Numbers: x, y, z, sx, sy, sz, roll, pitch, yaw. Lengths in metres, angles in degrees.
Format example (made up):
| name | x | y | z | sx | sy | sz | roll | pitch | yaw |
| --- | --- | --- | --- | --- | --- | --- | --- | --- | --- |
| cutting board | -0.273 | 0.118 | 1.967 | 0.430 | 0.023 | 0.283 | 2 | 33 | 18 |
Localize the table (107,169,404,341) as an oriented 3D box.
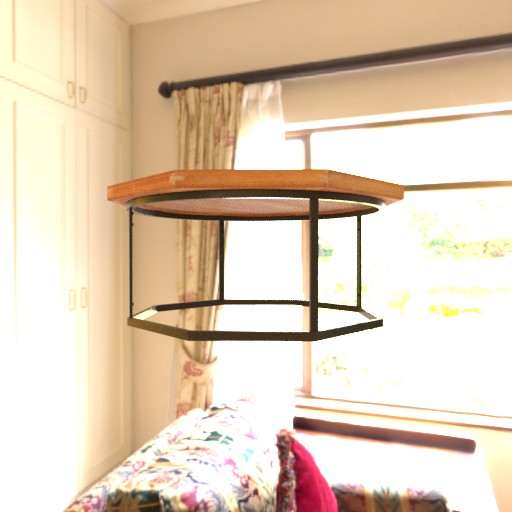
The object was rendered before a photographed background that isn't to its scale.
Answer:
| name | x | y | z | sx | sy | sz | roll | pitch | yaw |
| --- | --- | --- | --- | --- | --- | --- | --- | --- | --- |
| table | 0.000 | 0.000 | 1.575 | 1.002 | 0.444 | 1.002 | 0 | 0 | 0 |
